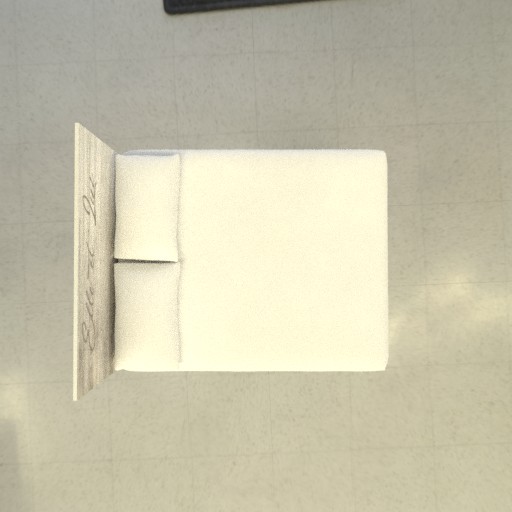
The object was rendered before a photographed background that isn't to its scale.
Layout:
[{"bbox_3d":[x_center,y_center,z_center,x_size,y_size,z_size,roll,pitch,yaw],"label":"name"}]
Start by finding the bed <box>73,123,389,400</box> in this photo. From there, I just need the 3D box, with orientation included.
[{"bbox_3d":[0.000,0.000,3.219,2.094,1.335,1.745,0,89,0],"label":"bed"}]
